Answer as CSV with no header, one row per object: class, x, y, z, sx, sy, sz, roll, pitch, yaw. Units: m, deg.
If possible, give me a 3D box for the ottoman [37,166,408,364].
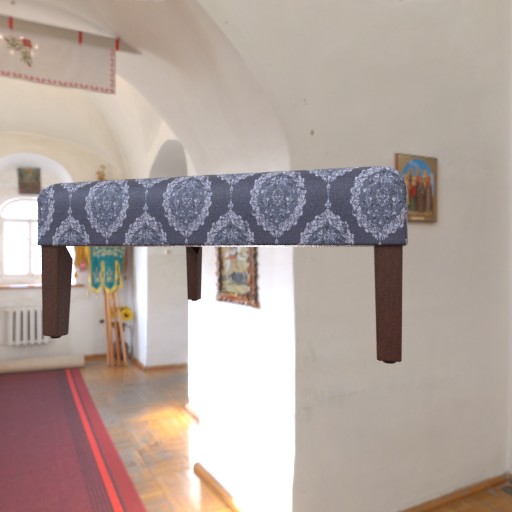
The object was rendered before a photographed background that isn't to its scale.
ottoman,0.000,0.000,1.404,0.889,0.409,0.890,0,1,17
